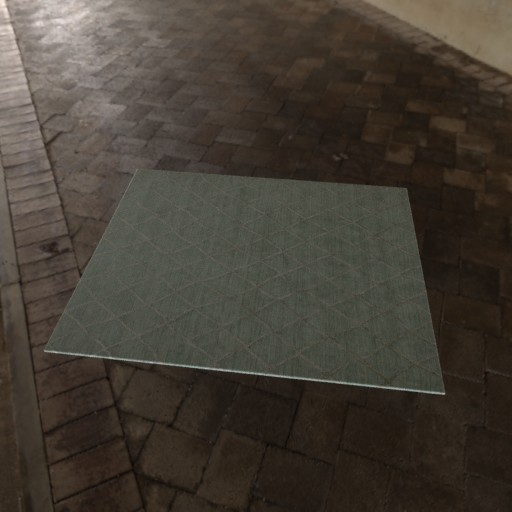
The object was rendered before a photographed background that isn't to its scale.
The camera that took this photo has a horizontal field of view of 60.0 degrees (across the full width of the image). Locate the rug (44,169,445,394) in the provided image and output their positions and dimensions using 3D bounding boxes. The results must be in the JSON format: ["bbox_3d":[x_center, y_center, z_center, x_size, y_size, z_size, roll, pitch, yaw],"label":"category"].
[{"bbox_3d":[0.000,0.000,4.153,3.039,0.019,2.420,5,47,5],"label":"rug"}]
